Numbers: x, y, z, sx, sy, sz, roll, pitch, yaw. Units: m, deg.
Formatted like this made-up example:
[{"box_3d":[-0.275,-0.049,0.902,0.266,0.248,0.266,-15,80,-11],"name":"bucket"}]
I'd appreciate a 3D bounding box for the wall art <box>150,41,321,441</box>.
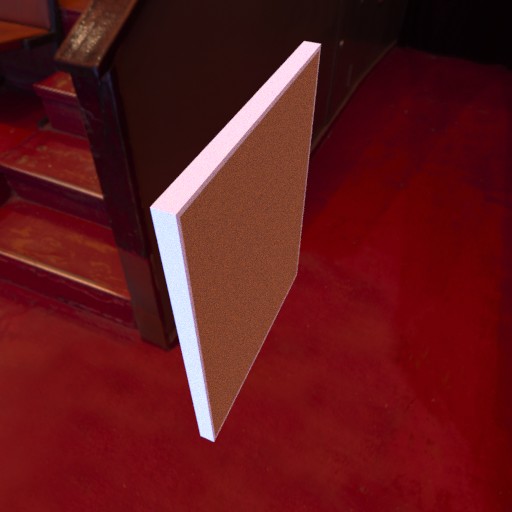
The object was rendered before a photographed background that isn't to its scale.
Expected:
[{"box_3d":[0.000,0.000,0.756,0.030,0.549,0.443,17,49,16],"name":"wall art"}]
